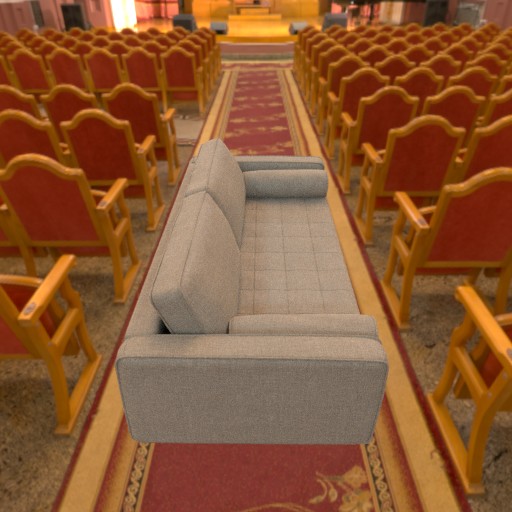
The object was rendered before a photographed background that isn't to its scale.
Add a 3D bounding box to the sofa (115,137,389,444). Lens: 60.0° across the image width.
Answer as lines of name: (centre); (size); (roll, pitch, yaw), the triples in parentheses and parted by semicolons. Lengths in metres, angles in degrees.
sofa: (0.000, 0.000, 2.290); (0.914, 0.762, 1.879); (0, 33, 0)
